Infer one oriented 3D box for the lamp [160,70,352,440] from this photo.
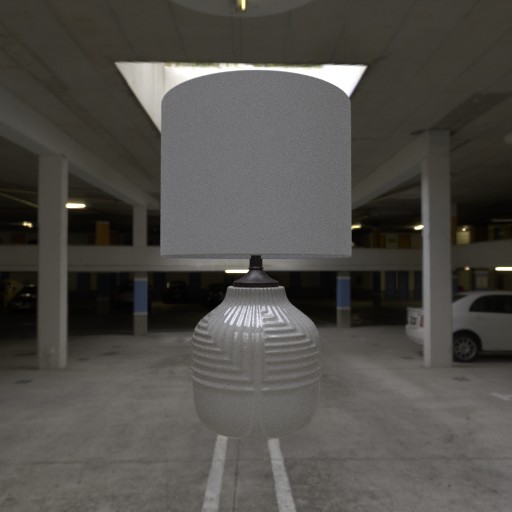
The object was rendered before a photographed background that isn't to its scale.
[{"bbox_3d":[0.000,0.000,0.753,0.318,0.567,0.318,0,-1,0],"label":"lamp"}]
